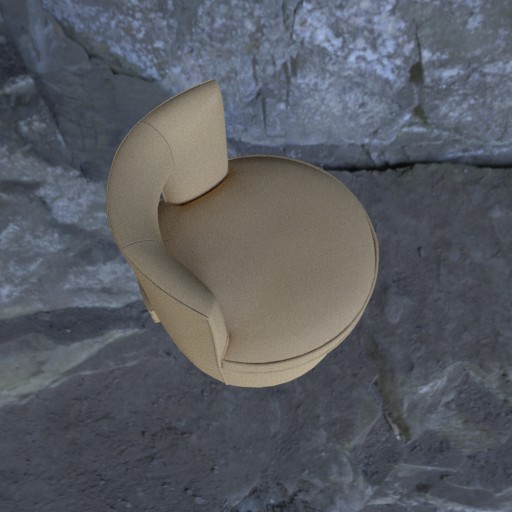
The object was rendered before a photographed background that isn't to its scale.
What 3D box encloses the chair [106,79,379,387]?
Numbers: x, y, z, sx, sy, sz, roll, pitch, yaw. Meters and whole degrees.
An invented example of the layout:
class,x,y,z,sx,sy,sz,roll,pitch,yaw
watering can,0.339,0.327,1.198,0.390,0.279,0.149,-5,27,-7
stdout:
class,x,y,z,sx,sy,sz,roll,pitch,yaw
chair,0.000,0.000,1.248,0.665,0.723,0.650,-1,63,-1
